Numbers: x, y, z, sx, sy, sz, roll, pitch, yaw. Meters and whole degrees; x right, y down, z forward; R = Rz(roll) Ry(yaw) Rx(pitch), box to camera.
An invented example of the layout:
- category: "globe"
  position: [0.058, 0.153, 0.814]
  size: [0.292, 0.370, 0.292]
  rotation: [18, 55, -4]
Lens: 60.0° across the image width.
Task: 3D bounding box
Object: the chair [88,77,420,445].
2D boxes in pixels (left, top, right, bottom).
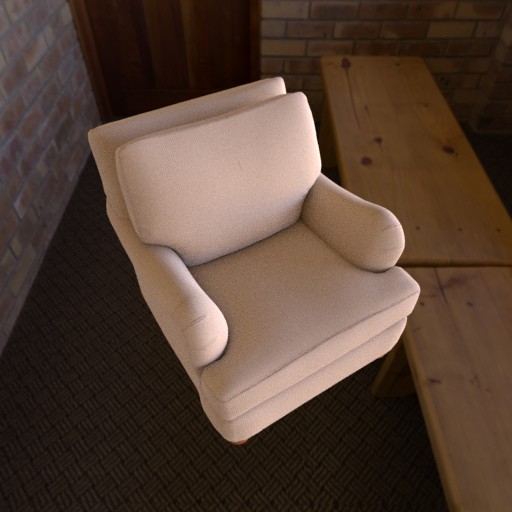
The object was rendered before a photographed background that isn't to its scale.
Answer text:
- category: "chair"
  position: [0.000, 0.000, 1.868]
  size: [0.955, 1.038, 1.070]
  rotation: [-24, 51, -21]
